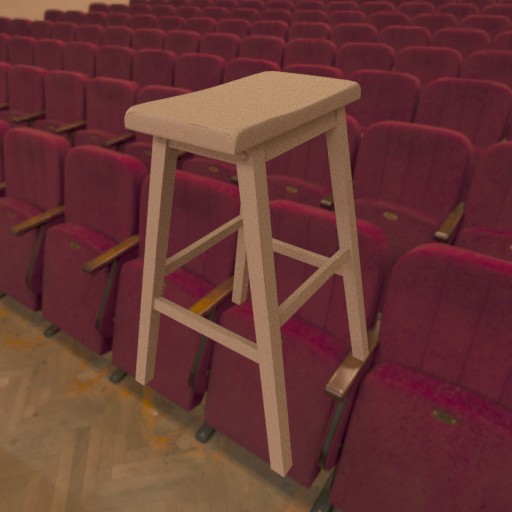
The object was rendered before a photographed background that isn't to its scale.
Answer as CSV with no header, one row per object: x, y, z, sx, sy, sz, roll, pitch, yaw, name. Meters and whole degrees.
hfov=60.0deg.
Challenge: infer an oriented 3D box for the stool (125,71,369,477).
0.000,0.000,1.045,0.476,0.737,0.457,21,38,29,stool
